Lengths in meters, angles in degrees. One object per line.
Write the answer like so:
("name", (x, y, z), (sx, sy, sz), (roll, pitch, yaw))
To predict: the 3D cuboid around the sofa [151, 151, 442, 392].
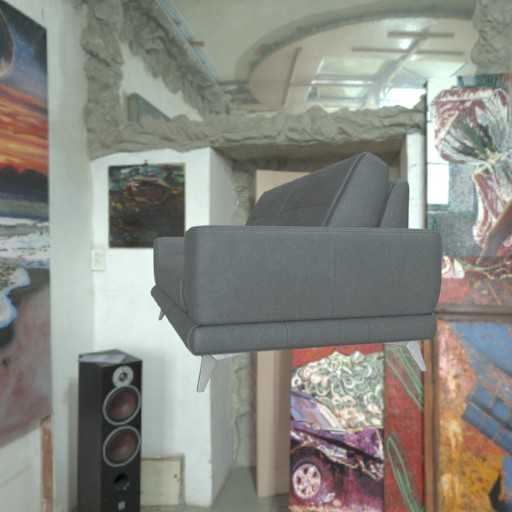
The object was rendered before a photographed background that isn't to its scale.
("sofa", (0.000, 0.000, 2.422), (1.018, 0.907, 1.806), (0, 1, -17))
